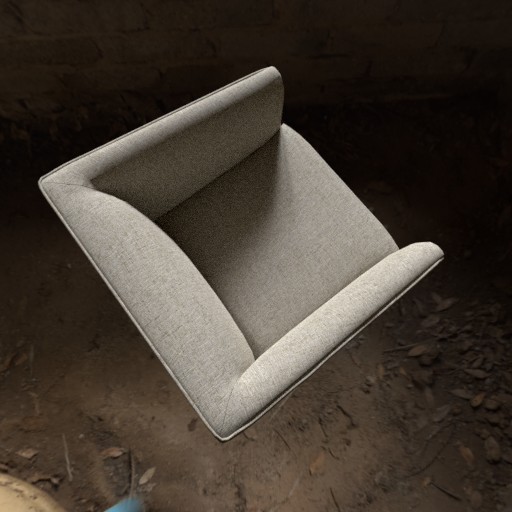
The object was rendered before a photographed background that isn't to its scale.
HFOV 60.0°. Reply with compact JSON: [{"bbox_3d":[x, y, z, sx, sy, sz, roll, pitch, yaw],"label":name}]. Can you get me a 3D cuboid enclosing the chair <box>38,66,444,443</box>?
[{"bbox_3d":[0.000,0.000,1.209,0.623,0.760,0.628,-37,78,-9],"label":"chair"}]
